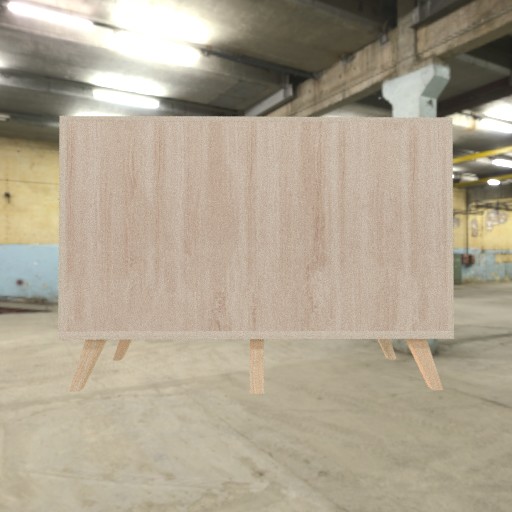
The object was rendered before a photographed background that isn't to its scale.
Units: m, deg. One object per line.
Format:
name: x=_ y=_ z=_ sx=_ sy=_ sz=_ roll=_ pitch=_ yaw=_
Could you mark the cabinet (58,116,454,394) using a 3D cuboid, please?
cabinet: x=0.000 y=0.000 z=1.496 sx=1.110 sy=0.780 sz=0.500 roll=0 pitch=-1 yaw=-1
